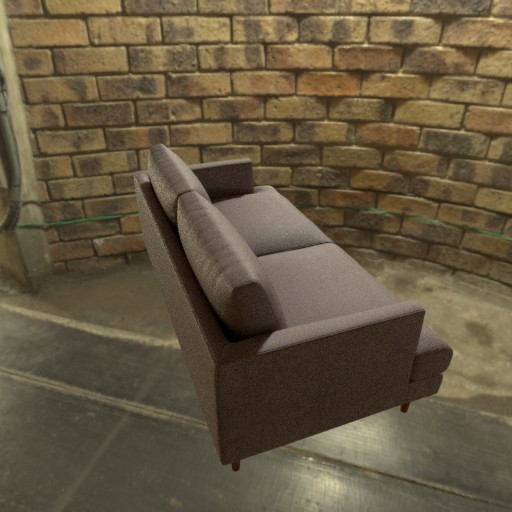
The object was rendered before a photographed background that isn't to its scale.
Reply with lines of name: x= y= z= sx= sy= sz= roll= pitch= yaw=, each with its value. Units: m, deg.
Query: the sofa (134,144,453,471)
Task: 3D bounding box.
sofa: x=0.000 y=0.000 z=2.431 sx=1.020 sy=0.868 sz=1.948 roll=-11 pitch=32 yaw=-18
